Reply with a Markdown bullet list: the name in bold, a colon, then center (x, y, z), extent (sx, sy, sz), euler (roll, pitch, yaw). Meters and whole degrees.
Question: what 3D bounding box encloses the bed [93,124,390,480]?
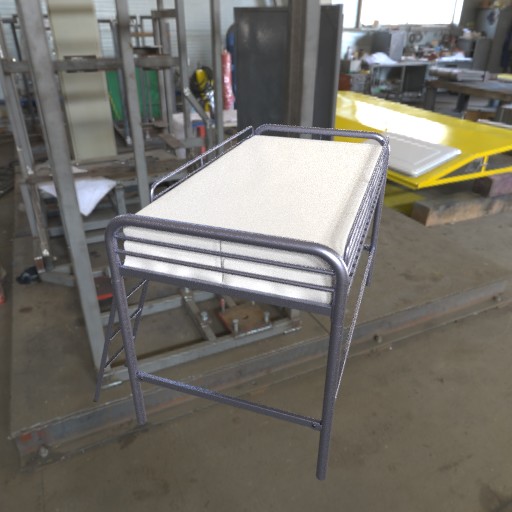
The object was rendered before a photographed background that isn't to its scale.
- **bed**: center (0.000, 0.000, 2.906), extent (1.415, 1.288, 1.965), euler (9, 30, 17)
